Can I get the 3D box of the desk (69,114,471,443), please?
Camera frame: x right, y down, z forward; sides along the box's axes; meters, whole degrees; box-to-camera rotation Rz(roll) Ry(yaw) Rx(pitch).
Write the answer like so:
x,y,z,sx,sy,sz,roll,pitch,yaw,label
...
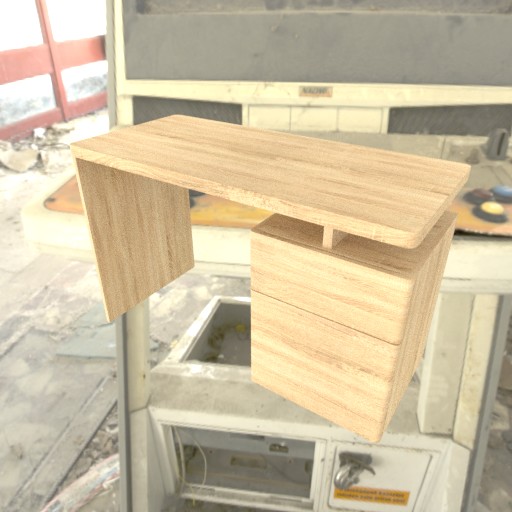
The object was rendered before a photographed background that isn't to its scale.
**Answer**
x,y,z,sx,sy,sz,roll,pitch,yaw,label
0.000,0.000,1.614,1.200,0.760,0.550,19,35,29,desk
